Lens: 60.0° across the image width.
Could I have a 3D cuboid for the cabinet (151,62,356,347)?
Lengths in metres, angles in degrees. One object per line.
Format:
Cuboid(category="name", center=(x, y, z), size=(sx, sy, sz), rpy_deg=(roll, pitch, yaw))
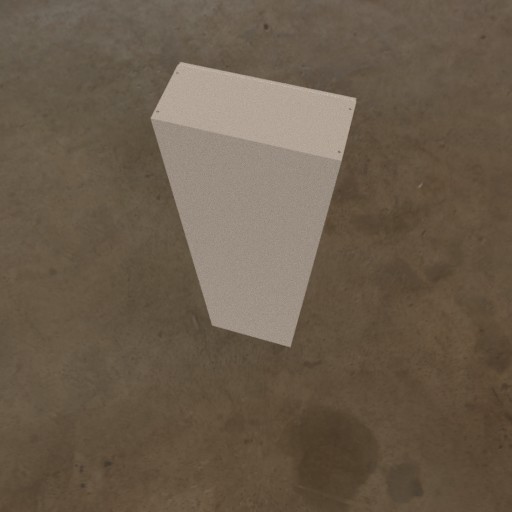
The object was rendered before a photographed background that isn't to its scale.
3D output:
Cuboid(category="cabinet", center=(0.000, 0.000, 1.966), size=(0.500, 1.790, 0.230), rpy_deg=(14, 65, 7))
